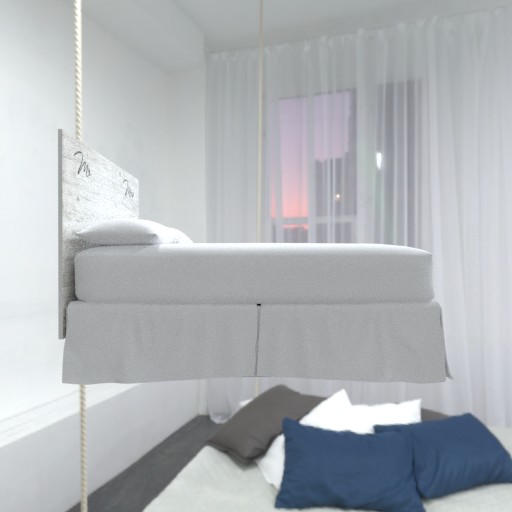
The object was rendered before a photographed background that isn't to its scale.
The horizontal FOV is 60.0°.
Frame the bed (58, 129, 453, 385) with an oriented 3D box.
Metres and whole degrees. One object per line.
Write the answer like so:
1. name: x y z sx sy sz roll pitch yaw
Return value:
1. bed: 0.000 0.000 3.174 2.094 1.335 1.745 0 0 -1
